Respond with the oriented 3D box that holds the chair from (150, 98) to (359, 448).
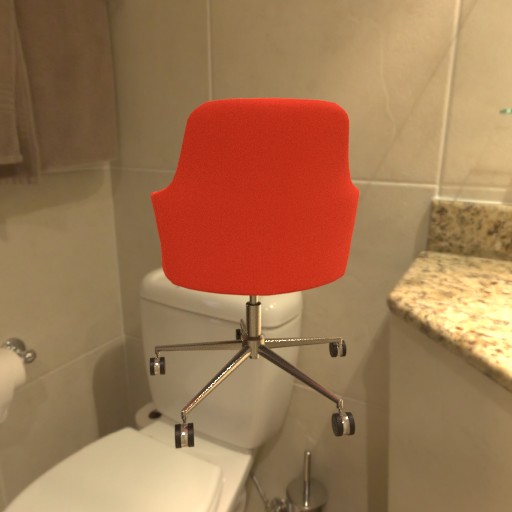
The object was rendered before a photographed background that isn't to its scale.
[{"bbox_3d":[0.000,0.000,1.270,0.655,0.820,0.600,-2,16,-8],"label":"chair"}]
